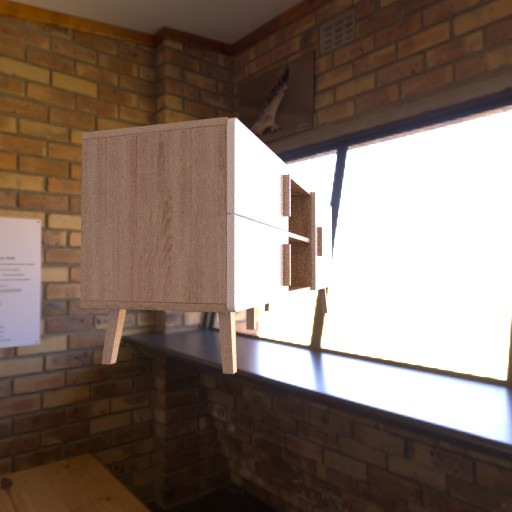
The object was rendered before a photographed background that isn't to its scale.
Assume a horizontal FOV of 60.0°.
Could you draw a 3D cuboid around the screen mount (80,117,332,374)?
[{"bbox_3d":[0.000,0.000,1.731,0.420,0.570,1.500,-1,-2,18],"label":"screen mount"}]
